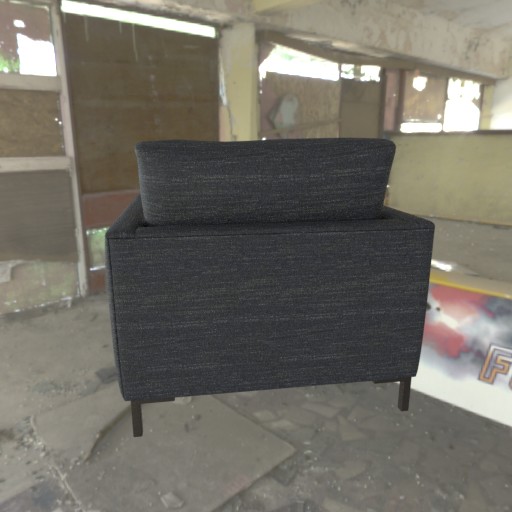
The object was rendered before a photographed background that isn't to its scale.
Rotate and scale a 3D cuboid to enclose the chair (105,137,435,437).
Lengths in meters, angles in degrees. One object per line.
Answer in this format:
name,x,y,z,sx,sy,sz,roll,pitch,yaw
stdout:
chair,0.000,0.000,1.673,0.963,0.861,0.866,-2,15,-8
